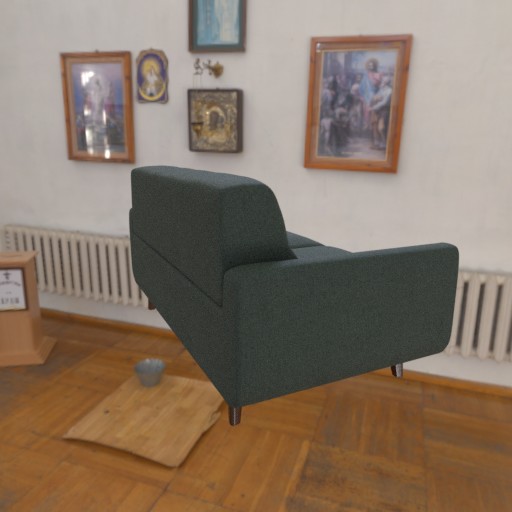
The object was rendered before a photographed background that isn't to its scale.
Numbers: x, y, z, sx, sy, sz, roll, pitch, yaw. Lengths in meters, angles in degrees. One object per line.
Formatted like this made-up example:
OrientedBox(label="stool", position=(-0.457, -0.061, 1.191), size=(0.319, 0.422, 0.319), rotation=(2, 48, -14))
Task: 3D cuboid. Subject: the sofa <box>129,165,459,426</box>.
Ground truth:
OrientedBox(label="sofa", position=(0.000, 0.000, 2.154), size=(0.909, 0.841, 1.631), rotation=(-7, 15, -25))
